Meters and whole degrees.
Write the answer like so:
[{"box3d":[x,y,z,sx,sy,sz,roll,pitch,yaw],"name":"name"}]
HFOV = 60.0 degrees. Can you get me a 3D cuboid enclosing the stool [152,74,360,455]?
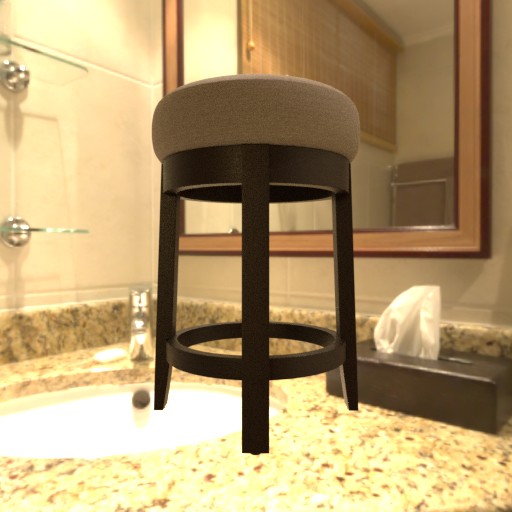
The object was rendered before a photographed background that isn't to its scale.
[{"box3d":[0.000,0.000,0.970,0.443,0.672,0.443,0,1,0],"name":"stool"}]
